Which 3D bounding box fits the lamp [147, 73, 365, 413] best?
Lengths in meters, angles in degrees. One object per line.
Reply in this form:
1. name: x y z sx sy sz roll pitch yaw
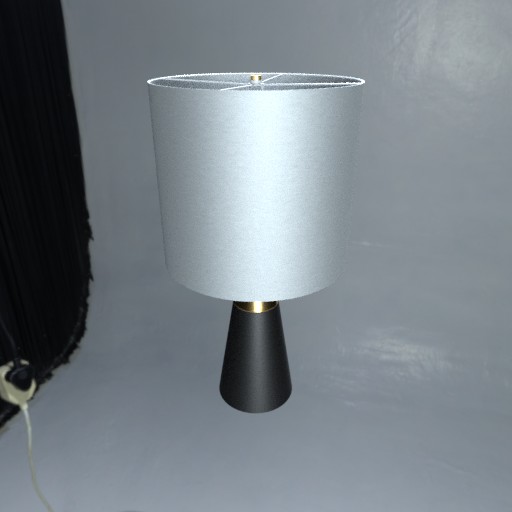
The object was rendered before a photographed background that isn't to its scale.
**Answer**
1. lamp: 0.000 0.000 0.767 0.308 0.580 0.308 8 27 16
